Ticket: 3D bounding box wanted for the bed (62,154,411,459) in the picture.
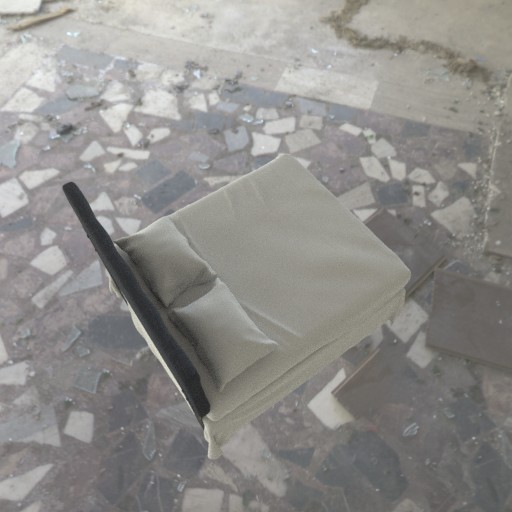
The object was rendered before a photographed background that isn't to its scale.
[{"bbox_3d":[0.000,0.000,3.580,2.222,1.577,1.936,-31,63,-18],"label":"bed"}]
